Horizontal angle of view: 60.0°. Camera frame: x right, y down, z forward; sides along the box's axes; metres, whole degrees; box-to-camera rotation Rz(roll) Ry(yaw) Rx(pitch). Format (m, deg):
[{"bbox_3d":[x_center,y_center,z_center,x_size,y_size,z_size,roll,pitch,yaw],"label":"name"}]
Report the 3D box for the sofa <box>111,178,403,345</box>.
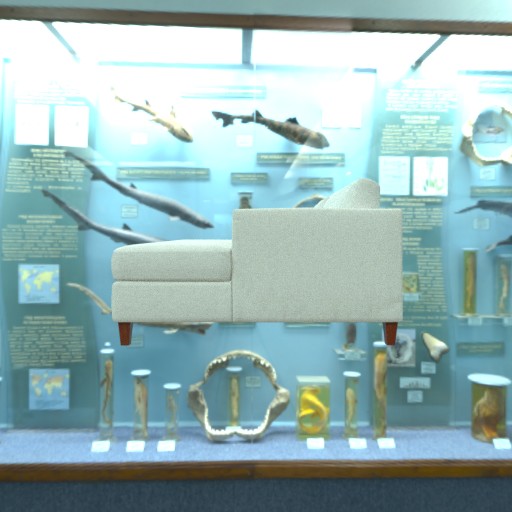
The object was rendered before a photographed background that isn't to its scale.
[{"bbox_3d":[0.000,0.000,4.108,1.606,0.954,3.471,0,0,0],"label":"sofa"}]
